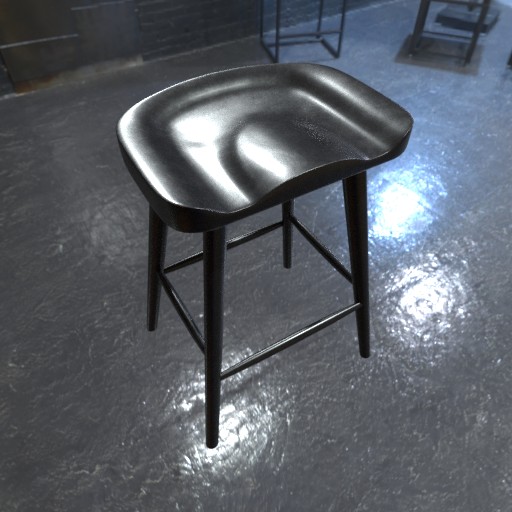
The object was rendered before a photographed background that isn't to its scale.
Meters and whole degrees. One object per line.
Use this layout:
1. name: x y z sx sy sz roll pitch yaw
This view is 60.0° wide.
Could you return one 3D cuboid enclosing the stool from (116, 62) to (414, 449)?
1. stool: 0.000 0.000 0.875 0.440 0.615 0.361 -23 51 -21
